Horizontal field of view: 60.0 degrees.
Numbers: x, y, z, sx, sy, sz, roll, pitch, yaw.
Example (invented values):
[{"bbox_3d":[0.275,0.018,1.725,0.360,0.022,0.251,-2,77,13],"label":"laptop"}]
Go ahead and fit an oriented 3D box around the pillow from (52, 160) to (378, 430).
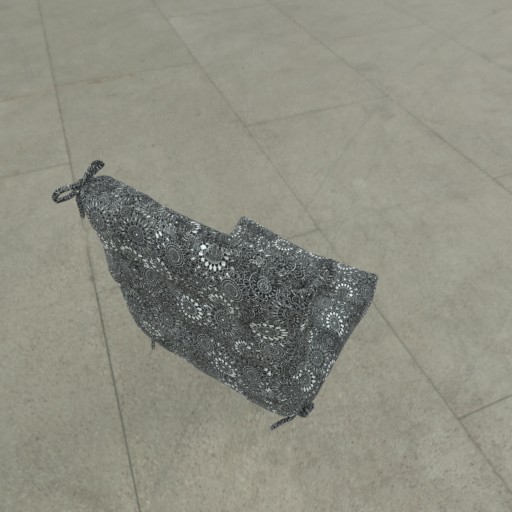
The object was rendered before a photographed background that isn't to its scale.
[{"bbox_3d":[0.000,0.000,1.033,0.519,0.605,0.571,25,52,22],"label":"pillow"}]
